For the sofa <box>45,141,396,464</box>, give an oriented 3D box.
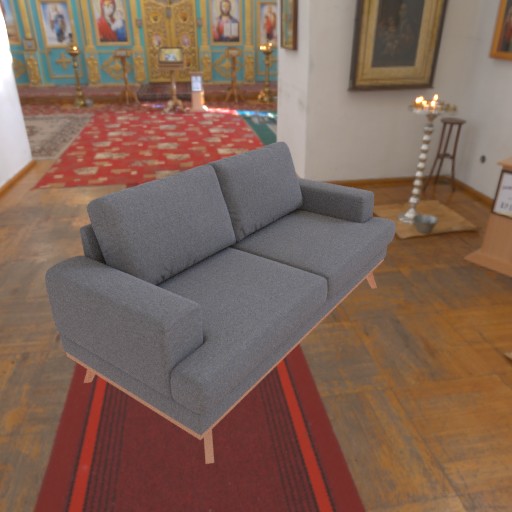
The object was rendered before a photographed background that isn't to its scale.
[{"bbox_3d":[0.000,0.000,2.085,0.785,0.810,1.650,17,31,31],"label":"sofa"}]
